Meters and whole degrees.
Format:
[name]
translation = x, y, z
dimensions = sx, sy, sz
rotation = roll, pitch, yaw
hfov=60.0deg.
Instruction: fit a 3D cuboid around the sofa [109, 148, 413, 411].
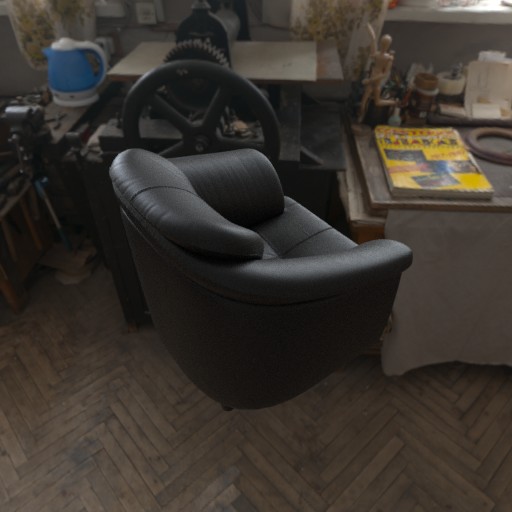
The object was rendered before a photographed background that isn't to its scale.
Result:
[sofa]
translation = 0.000, 0.000, 1.554
dimensions = 0.794, 0.811, 0.870
rotation = -26, 47, -27
